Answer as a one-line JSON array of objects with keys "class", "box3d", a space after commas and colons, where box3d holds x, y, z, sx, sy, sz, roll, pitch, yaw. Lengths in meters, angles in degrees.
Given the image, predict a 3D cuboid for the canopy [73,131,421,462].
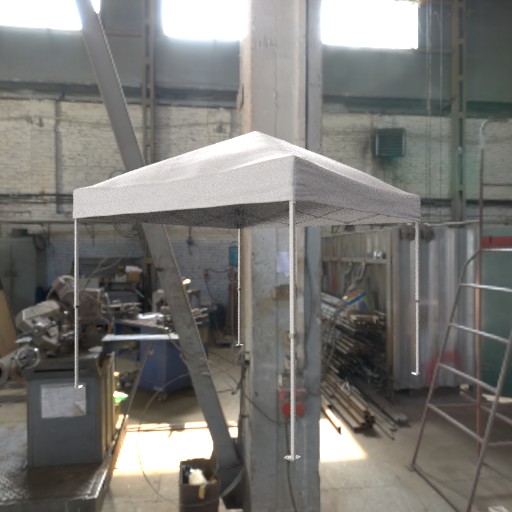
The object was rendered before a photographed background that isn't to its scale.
[{"class": "canopy", "box3d": [0.000, 0.000, 5.328, 2.996, 2.997, 2.998, 0, 1, 37]}]
